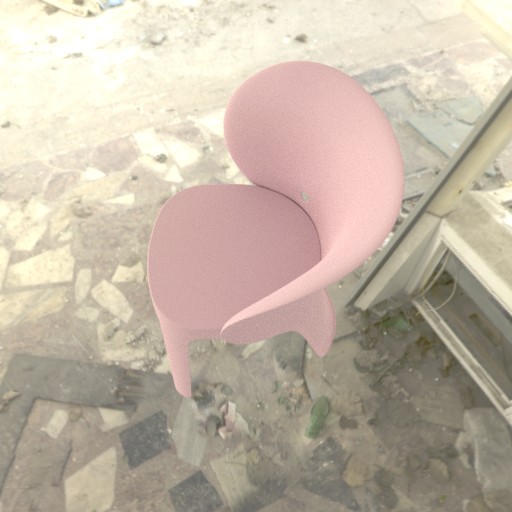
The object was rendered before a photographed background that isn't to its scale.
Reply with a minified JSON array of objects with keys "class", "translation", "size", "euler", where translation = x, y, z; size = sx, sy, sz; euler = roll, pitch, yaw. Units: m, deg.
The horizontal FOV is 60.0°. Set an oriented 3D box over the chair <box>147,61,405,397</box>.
[{"class":"chair","translation":[0.000,0.000,0.843],"size":[0.402,0.554,0.451],"euler":[-1,58,-1]}]
